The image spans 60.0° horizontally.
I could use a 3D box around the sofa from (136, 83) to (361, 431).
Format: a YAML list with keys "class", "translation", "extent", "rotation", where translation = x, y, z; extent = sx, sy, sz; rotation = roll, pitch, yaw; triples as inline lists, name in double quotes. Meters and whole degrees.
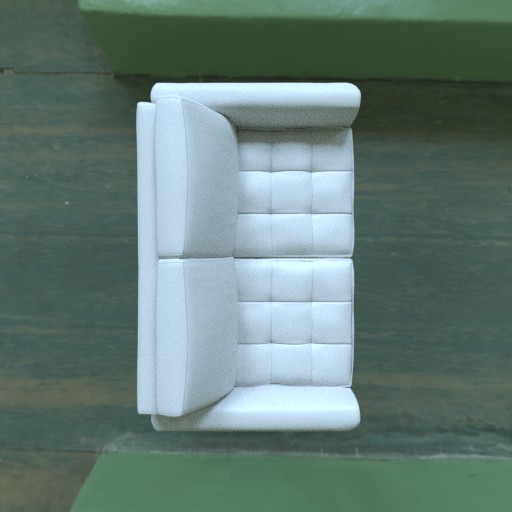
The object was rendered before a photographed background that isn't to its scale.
- class: "sofa"
  translation: [0.000, 0.000, 2.415]
  extent: [1.121, 0.930, 1.819]
  rotation: [0, 90, 1]
